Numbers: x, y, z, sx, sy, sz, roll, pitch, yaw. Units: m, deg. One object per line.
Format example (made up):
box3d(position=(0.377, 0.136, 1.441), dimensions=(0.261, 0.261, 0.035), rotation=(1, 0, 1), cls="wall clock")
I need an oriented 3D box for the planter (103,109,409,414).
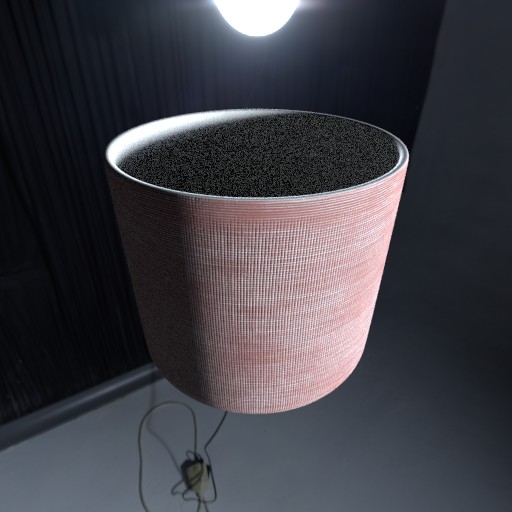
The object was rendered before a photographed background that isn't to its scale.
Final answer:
box3d(position=(0.000, 0.000, 0.765), dimensions=(0.440, 0.398, 0.440), rotation=(0, 31, 0), cls="planter")
